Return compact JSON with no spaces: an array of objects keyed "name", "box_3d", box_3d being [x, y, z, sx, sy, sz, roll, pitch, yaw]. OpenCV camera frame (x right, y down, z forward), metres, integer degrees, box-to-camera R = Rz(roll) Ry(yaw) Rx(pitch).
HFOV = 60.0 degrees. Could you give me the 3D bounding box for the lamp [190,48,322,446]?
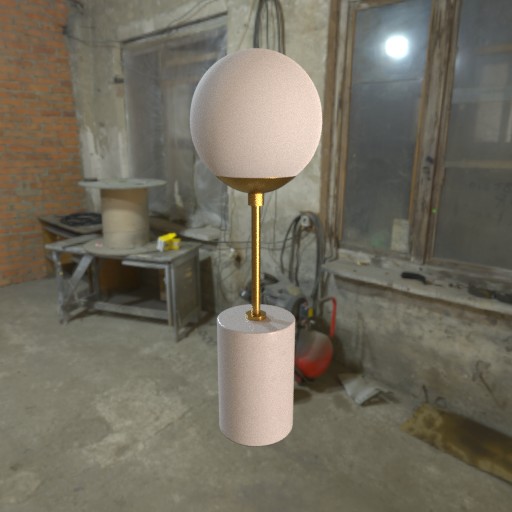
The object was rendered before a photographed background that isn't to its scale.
[{"name":"lamp","box_3d":[0.000,0.000,0.559,0.153,0.480,0.153,0,14,0]}]
